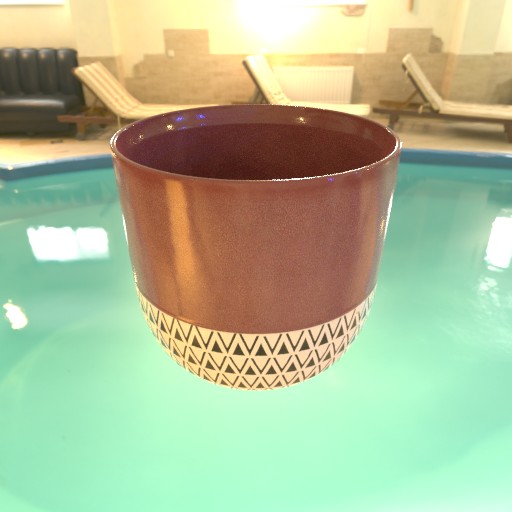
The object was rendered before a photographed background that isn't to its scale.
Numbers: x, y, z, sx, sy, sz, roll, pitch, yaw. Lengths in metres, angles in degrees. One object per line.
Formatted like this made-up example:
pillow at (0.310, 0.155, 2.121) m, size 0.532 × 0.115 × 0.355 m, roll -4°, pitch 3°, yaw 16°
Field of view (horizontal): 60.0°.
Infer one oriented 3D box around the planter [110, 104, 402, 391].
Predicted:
planter at (0.000, 0.000, 0.486) m, size 0.266 × 0.270 × 0.266 m, roll 0°, pitch 30°, yaw 0°
